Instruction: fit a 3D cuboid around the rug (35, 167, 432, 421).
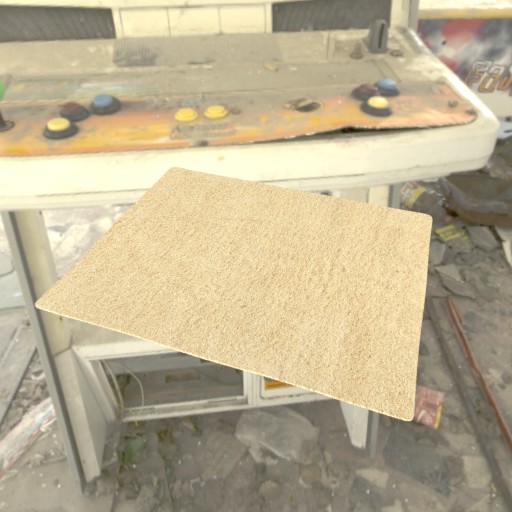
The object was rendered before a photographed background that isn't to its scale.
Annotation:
[{"bbox_3d":[0.000,0.000,4.083,3.001,0.025,2.401,13,43,15],"label":"rug"}]
